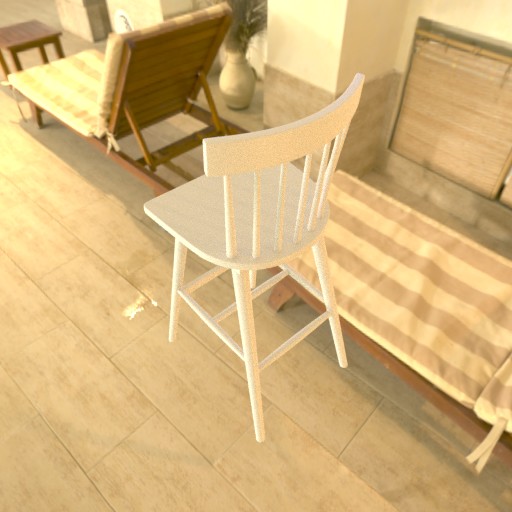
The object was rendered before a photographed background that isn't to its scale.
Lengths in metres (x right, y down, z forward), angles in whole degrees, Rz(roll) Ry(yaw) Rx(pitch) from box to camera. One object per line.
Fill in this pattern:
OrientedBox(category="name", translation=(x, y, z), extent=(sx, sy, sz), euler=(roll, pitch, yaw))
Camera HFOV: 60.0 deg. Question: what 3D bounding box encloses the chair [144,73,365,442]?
OrientedBox(category="chair", translation=(0.000, 0.000, 1.394), extent=(0.483, 1.092, 0.572), euler=(-32, 53, -28))
